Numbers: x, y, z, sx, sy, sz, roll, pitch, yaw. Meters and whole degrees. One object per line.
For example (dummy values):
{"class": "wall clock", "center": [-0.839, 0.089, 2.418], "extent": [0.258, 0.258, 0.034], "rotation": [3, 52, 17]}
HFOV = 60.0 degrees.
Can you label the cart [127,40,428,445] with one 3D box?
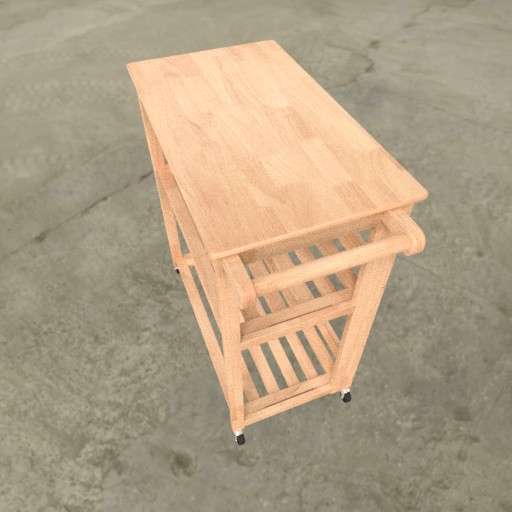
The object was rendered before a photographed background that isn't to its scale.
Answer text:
{"class": "cart", "center": [0.000, 0.000, 1.314], "extent": [0.432, 0.879, 0.853], "rotation": [-16, 50, -14]}
